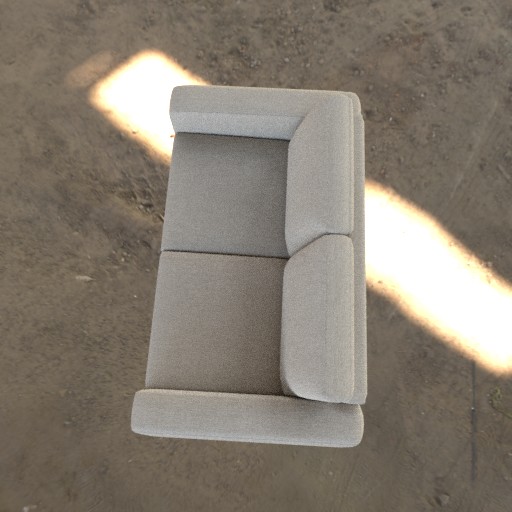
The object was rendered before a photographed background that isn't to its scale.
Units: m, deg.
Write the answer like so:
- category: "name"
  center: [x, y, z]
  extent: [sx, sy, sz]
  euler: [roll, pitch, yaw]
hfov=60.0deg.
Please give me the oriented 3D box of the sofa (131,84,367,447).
- category: "sofa"
  center: [0.000, 0.000, 2.021]
  extent: [0.900, 0.800, 1.540]
  euler: [3, 75, 1]
